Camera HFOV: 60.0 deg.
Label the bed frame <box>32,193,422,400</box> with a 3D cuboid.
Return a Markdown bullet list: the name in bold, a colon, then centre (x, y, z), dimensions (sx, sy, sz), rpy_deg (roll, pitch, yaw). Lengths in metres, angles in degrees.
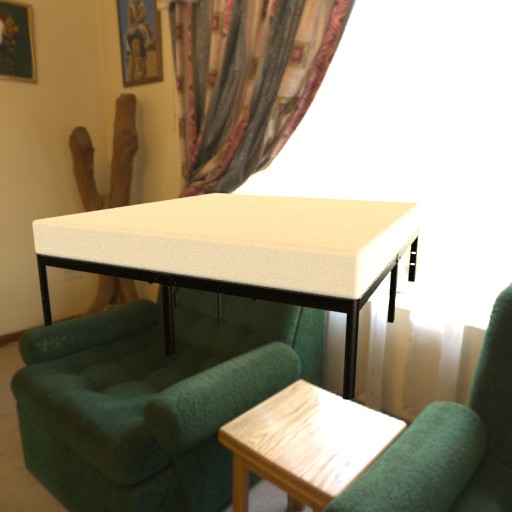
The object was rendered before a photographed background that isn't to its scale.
- **bed frame**: centre (0.000, 0.000, 3.156), dimensions (1.963, 0.659, 2.079), rpy_deg (6, 15, 26)
